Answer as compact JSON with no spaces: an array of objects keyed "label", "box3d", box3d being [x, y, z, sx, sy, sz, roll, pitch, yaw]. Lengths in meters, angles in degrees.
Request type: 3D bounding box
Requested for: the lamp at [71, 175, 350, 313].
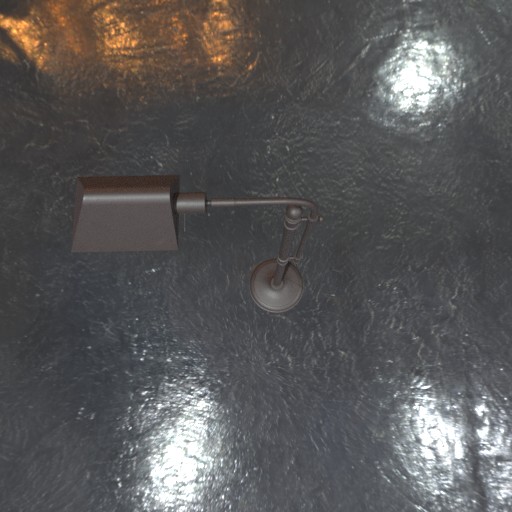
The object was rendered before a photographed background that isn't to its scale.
[{"label":"lamp","box3d":[0.000,0.000,0.937,0.545,0.708,0.159,-1,76,0]}]
